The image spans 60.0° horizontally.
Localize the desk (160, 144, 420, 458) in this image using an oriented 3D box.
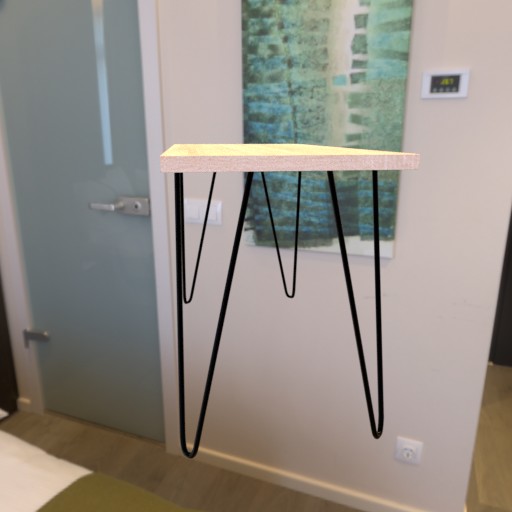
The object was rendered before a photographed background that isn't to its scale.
[{"bbox_3d":[0.000,0.000,1.390,0.499,0.660,0.991,-2,15,-8],"label":"desk"}]
